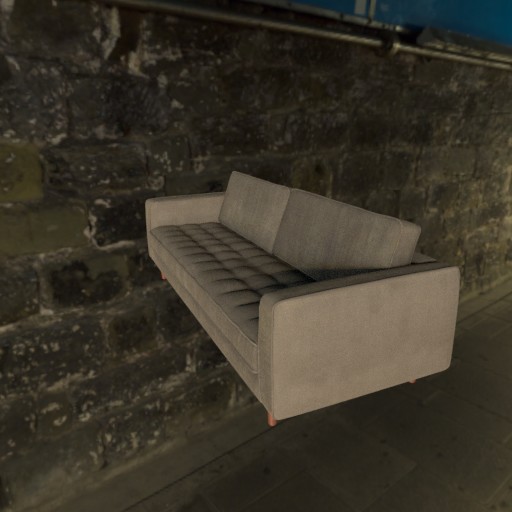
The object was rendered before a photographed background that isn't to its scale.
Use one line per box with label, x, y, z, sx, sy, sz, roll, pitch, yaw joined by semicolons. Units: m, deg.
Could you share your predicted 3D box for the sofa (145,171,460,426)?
sofa;0.000;0.000;2.714;0.923;0.813;2.295;-8;19;-23
